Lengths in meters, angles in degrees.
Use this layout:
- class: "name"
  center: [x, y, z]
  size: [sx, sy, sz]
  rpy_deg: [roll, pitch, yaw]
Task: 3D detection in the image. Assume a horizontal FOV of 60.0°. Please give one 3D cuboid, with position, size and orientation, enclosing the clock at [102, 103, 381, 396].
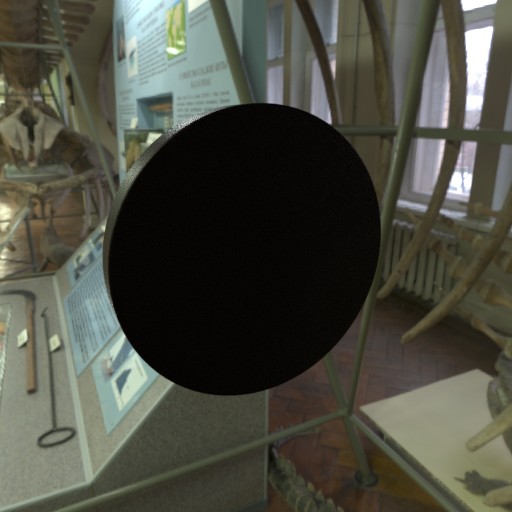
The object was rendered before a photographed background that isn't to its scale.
- class: "clock"
  center: [0.000, 0.000, 0.481]
  size: [0.314, 0.314, 0.040]
  rpy_deg: [-8, 18, -25]
